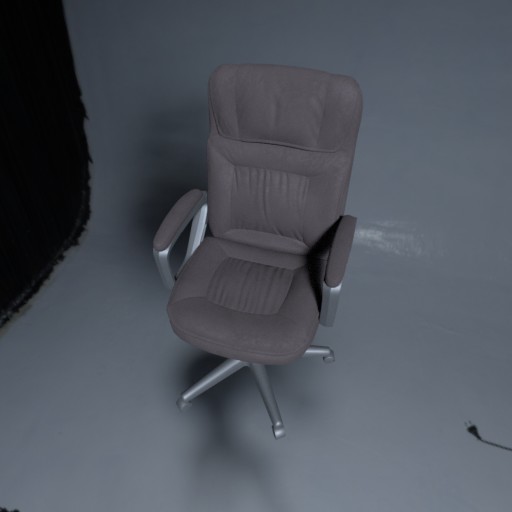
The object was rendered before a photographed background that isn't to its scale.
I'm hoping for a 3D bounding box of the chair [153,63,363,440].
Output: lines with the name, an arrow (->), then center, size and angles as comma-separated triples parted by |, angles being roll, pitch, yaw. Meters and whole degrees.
chair -> 0.000, 0.000, 1.557 | 0.667, 1.105, 0.724 | 11, 42, 13
